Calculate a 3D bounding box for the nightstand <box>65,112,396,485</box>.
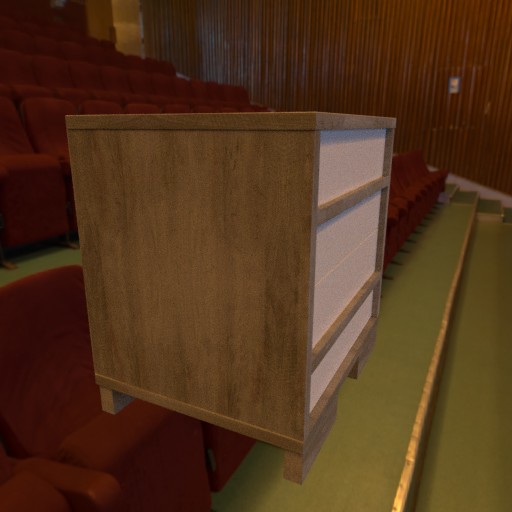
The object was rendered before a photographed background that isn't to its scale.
[{"bbox_3d":[0.000,0.000,0.748,0.347,0.448,0.427,8,18,26],"label":"nightstand"}]
